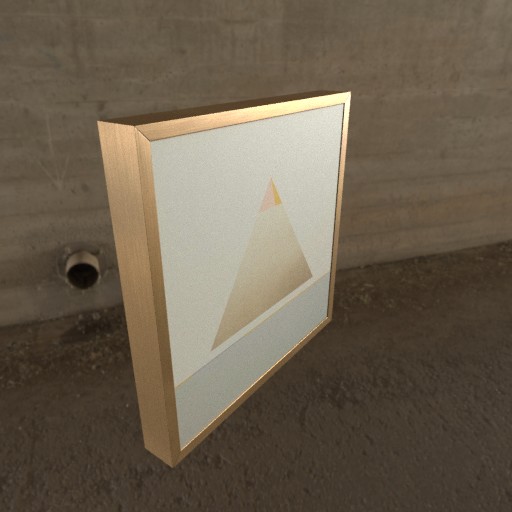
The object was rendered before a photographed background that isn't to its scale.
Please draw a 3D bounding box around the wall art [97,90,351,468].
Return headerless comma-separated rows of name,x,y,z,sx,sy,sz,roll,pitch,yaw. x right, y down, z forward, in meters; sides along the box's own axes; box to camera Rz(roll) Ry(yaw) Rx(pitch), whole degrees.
wall art,0.000,0.000,0.461,0.038,0.303,0.305,18,30,33
